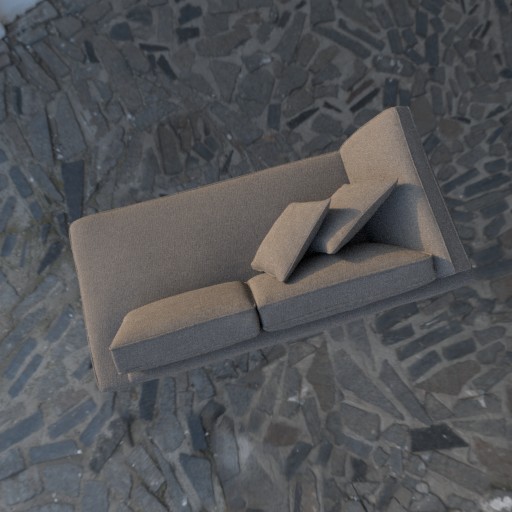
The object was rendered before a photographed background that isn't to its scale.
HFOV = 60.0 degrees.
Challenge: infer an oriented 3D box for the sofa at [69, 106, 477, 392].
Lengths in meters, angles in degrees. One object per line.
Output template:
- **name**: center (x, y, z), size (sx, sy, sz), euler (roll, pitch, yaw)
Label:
- **sofa**: center (0.000, 0.000, 2.770), size (2.237, 1.033, 1.110), euler (-16, 78, -3)
